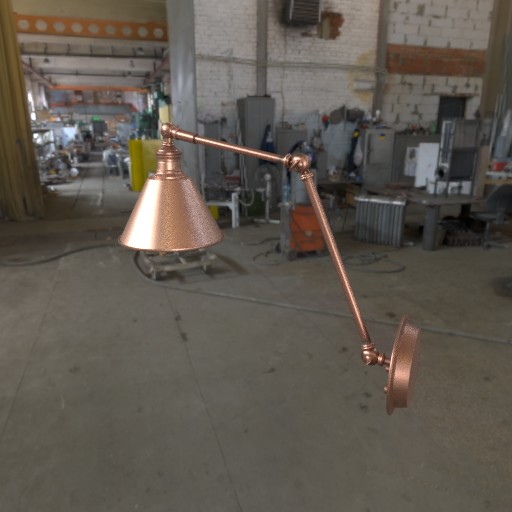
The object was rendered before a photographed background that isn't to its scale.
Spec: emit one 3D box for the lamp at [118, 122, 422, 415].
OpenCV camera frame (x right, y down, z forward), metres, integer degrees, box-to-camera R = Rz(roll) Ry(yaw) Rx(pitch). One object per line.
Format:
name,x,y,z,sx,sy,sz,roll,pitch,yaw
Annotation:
lamp,0.000,0.000,0.867,0.624,0.502,0.223,8,18,26
